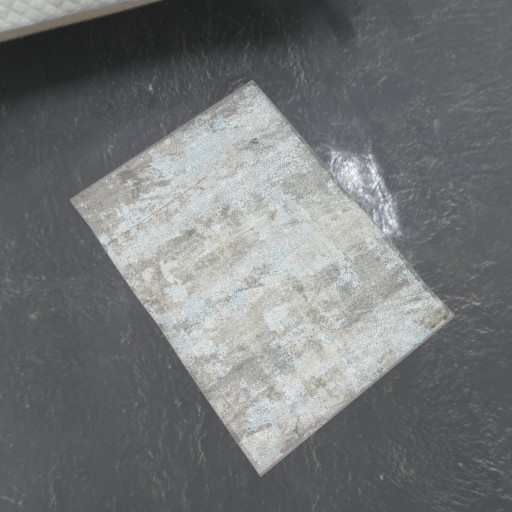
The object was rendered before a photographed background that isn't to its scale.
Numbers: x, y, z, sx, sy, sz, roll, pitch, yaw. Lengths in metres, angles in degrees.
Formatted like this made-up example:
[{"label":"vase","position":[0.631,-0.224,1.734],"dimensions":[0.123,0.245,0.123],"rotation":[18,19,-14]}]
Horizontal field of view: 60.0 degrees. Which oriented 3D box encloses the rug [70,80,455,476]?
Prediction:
[{"label":"rug","position":[0.000,0.000,4.469],"dimensions":[2.393,0.013,3.307],"rotation":[-36,78,-9]}]
